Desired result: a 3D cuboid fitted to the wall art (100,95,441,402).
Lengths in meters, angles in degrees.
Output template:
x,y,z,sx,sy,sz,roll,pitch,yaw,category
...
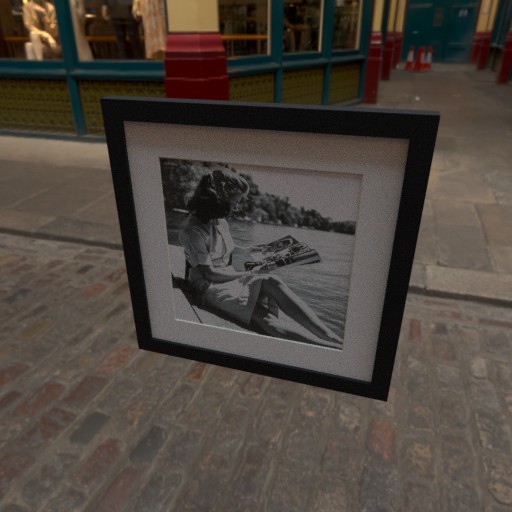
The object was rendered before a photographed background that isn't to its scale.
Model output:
x,y,z,sx,sy,sz,roll,pitch,yaw,category
0.000,0.000,0.698,0.462,0.458,0.030,8,29,15,wall art
